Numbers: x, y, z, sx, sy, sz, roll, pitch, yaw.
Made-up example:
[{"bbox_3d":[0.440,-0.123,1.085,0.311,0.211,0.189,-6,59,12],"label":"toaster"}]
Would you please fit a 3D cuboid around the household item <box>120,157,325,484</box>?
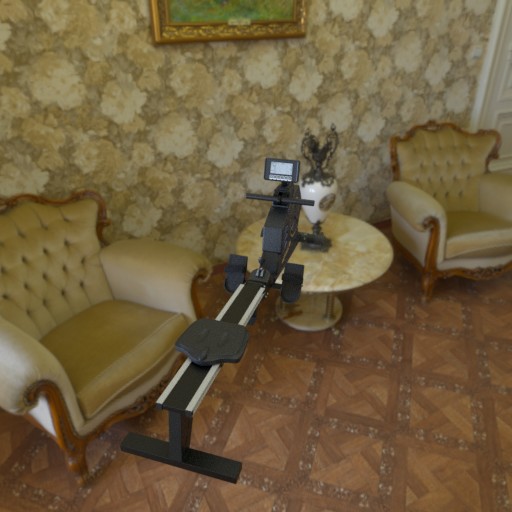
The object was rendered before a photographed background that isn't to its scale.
[{"bbox_3d":[0.000,0.000,2.576,0.521,0.810,2.251,9,31,15],"label":"household item"}]
